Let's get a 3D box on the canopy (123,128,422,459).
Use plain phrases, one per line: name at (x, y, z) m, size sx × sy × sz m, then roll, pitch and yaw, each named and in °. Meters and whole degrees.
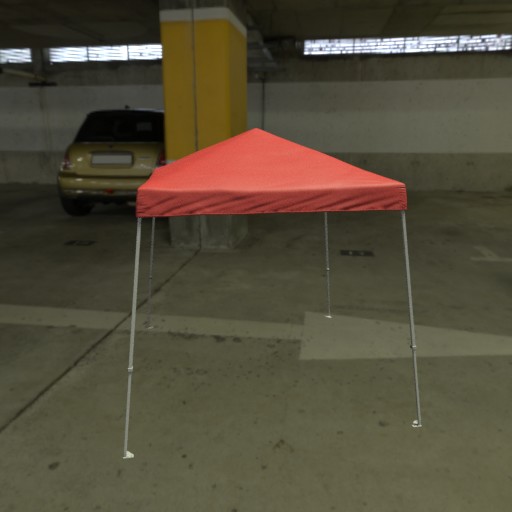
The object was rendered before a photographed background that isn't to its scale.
canopy at (0.000, 0.000, 5.138) m, size 2.849 × 2.849 × 2.848 m, roll -2°, pitch 15°, yaw -9°
